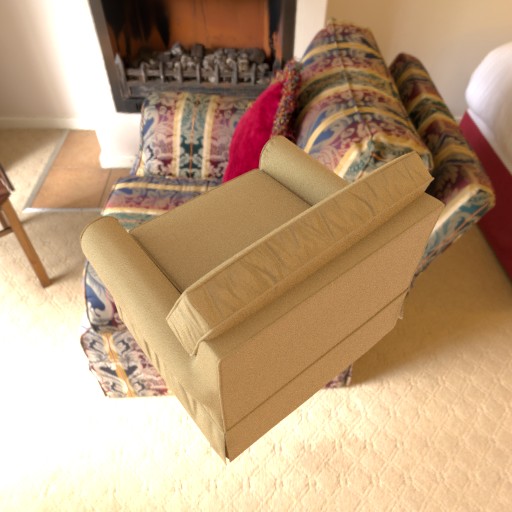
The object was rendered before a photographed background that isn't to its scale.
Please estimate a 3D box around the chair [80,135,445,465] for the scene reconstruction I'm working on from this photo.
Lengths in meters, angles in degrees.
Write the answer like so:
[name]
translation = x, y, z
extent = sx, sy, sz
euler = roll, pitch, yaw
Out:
[chair]
translation = 0.000, 0.000, 1.792
extent = 1.096, 0.937, 0.903
euler = -31, 54, -25
